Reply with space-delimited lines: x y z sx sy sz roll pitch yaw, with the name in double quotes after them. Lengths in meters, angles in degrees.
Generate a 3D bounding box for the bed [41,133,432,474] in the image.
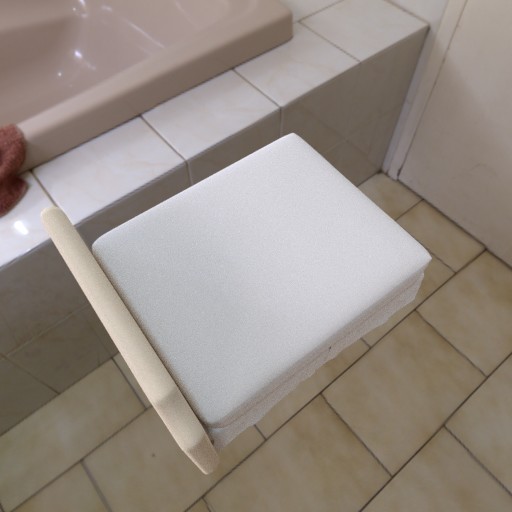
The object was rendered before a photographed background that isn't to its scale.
0.000 0.000 3.220 2.209 1.296 1.827 -32 64 -18 "bed"
